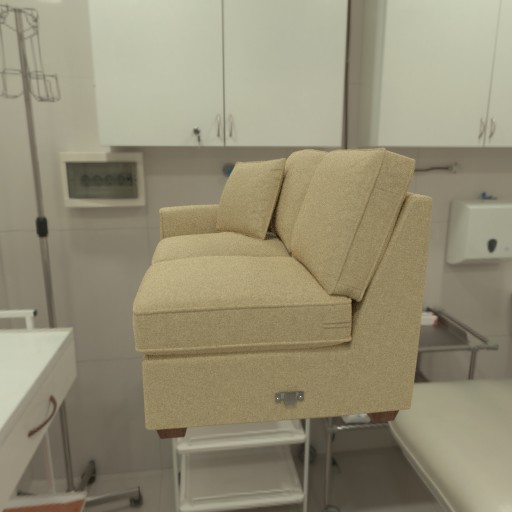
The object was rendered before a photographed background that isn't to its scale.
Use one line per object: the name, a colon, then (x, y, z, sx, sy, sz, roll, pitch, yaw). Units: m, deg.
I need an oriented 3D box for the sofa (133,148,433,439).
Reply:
sofa: (0.000, 0.000, 2.091, 0.991, 0.989, 1.388, -2, 14, -8)
